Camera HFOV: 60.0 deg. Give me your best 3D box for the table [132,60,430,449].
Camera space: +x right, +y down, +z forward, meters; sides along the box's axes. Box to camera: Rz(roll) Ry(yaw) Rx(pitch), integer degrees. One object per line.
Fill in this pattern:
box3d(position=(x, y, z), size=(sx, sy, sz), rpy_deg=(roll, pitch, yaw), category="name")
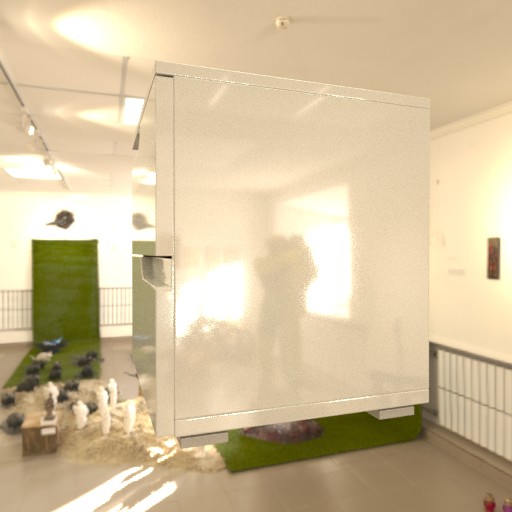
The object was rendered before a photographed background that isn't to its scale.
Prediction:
box3d(position=(0.000, 0.000, 0.791), size=(0.400, 0.470, 0.420), rpy_deg=(0, 1, -19), category="table")
